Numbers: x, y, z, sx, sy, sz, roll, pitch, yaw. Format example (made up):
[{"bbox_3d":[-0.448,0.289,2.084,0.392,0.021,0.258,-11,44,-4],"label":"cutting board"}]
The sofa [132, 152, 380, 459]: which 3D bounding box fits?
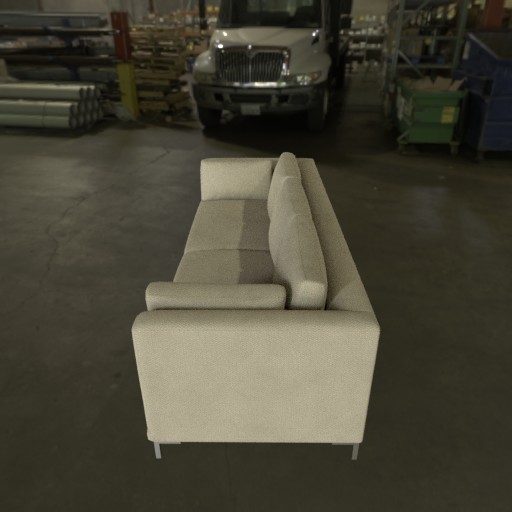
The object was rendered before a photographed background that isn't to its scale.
[{"bbox_3d":[0.000,0.000,2.898,0.969,0.867,2.415,0,28,0],"label":"sofa"}]
